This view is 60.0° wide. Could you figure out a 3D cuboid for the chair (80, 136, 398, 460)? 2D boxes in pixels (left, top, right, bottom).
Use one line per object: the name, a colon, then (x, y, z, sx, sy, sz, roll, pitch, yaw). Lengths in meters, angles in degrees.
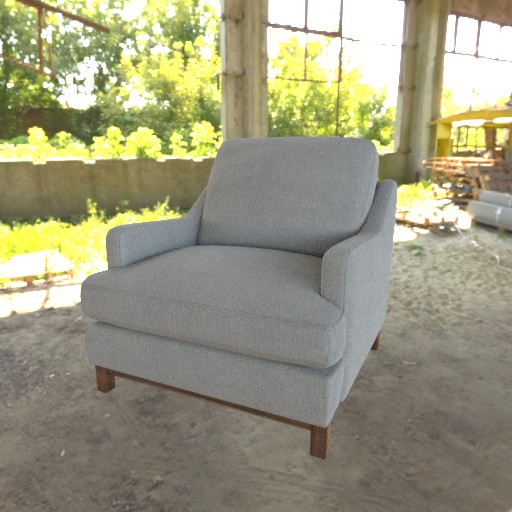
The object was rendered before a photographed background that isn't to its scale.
chair: (0.000, 0.000, 1.556, 0.826, 0.821, 0.892, 7, 15, 25)
